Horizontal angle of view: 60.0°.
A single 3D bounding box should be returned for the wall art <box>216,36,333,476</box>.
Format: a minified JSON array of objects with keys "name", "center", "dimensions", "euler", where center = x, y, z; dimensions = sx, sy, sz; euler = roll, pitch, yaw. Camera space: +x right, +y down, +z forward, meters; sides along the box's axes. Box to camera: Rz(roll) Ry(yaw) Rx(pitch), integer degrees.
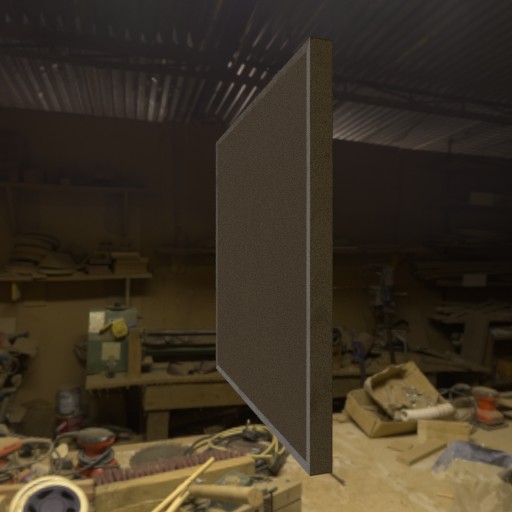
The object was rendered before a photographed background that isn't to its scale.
[{"name":"wall art","center":[0.000,0.000,0.756],"dimensions":[0.029,0.506,0.508],"euler":[0,0,-17]}]
